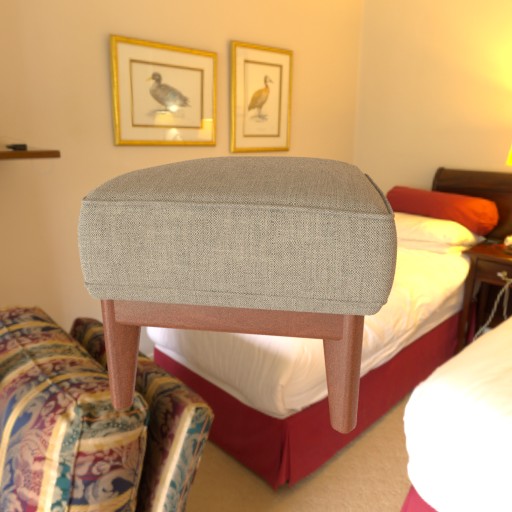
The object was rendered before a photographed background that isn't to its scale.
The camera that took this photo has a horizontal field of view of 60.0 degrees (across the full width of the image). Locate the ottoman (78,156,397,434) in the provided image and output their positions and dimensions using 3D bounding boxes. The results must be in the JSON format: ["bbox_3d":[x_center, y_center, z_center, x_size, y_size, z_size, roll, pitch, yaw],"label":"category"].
[{"bbox_3d":[0.000,0.000,1.078,0.555,0.458,0.750,3,16,9],"label":"ottoman"}]
